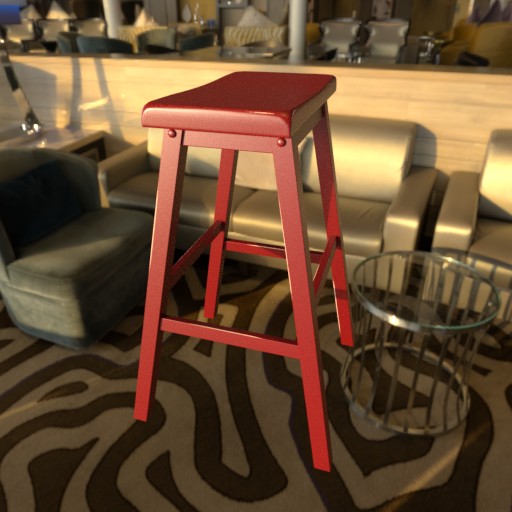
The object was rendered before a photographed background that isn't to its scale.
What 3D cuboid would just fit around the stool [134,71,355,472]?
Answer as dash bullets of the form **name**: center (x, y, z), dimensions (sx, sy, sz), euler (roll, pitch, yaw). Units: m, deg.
- **stool**: center (0.000, 0.000, 1.020), dimensions (0.476, 0.737, 0.457), euler (9, 30, 15)
